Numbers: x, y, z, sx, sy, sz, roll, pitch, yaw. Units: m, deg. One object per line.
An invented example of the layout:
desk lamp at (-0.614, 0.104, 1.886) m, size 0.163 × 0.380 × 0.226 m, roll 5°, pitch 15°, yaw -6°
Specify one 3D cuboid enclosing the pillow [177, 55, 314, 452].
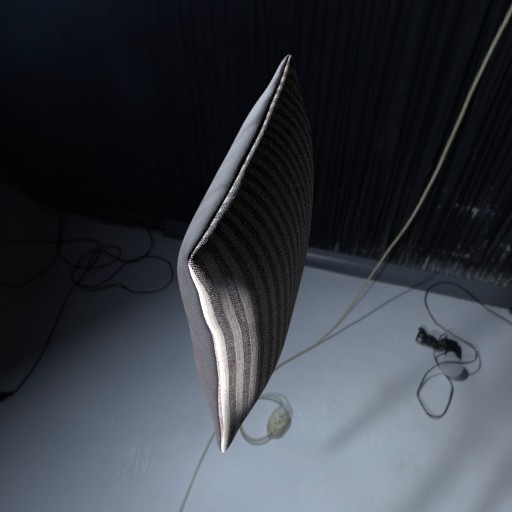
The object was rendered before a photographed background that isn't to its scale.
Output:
pillow at (0.000, 0.000, 0.796) m, size 0.166 × 0.506 × 0.523 m, roll 11°, pitch 48°, yaw 10°
